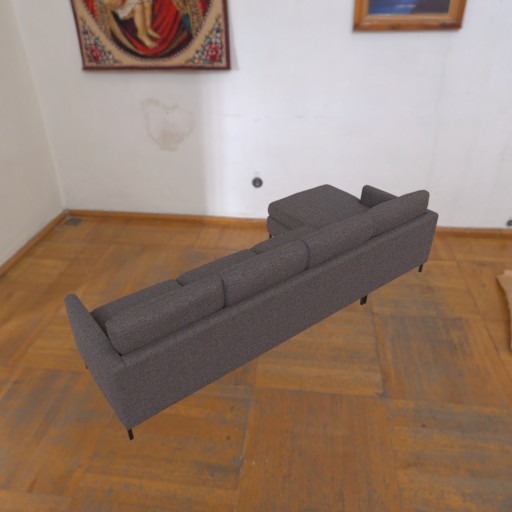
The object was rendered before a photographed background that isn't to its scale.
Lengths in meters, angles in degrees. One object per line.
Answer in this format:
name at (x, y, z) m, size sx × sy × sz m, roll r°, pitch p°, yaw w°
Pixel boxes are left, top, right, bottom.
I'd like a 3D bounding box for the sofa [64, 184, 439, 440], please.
sofa at (0.000, 0.000, 3.290) m, size 2.731 × 0.754 × 1.258 m, roll -23°, pitch 39°, yaw -31°
